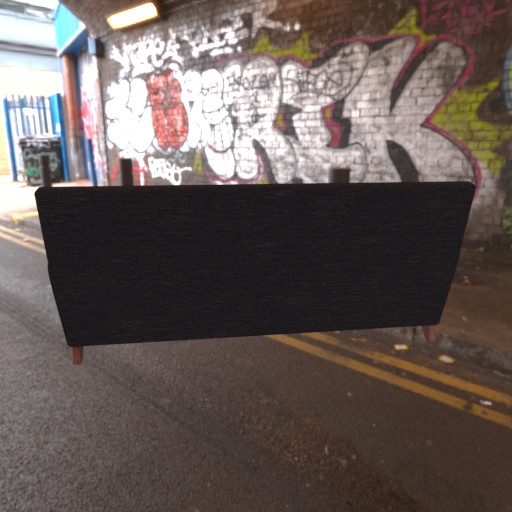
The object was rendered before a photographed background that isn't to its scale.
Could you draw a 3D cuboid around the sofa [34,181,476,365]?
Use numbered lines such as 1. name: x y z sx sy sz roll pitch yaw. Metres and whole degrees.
1. sofa: 0.000 0.000 2.402 1.976 0.846 0.875 -2 15 -8
